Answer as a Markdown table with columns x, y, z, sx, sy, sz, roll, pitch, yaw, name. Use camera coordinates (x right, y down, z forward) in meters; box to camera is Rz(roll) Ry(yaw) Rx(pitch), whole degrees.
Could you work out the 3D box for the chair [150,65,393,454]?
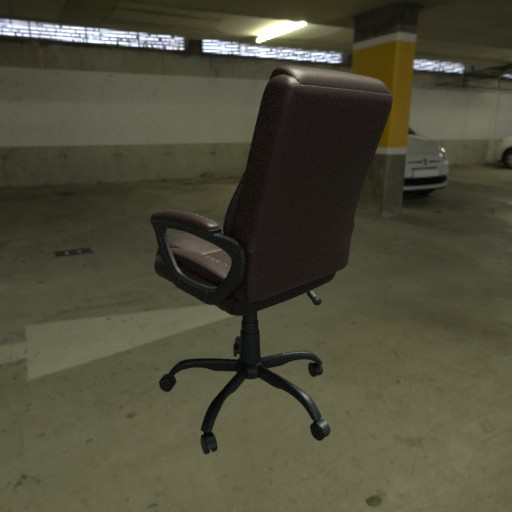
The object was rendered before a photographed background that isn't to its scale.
| x | y | z | sx | sy | sz | roll | pitch | yaw | name |
| --- | --- | --- | --- | --- | --- | --- | --- | --- | --- |
| 0.000 | 0.000 | 1.434 | 0.655 | 1.072 | 0.615 | 15 | 22 | 42 | chair |
